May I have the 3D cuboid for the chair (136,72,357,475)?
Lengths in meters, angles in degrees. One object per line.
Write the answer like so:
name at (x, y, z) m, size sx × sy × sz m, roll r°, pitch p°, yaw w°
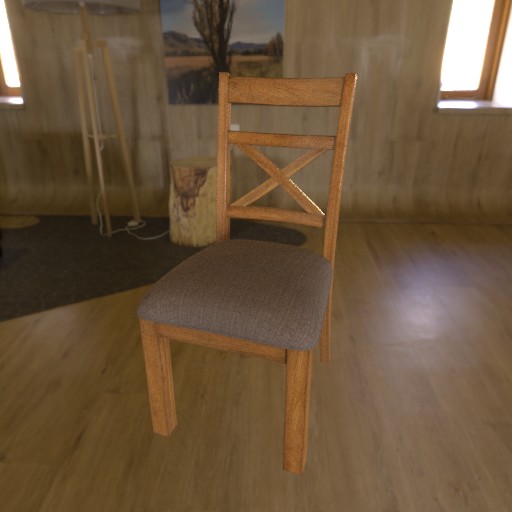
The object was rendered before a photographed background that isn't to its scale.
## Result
chair at (0.000, 0.000, 1.256) m, size 0.470 × 0.949 × 0.581 m, roll 8°, pitch 25°, yaw 17°
